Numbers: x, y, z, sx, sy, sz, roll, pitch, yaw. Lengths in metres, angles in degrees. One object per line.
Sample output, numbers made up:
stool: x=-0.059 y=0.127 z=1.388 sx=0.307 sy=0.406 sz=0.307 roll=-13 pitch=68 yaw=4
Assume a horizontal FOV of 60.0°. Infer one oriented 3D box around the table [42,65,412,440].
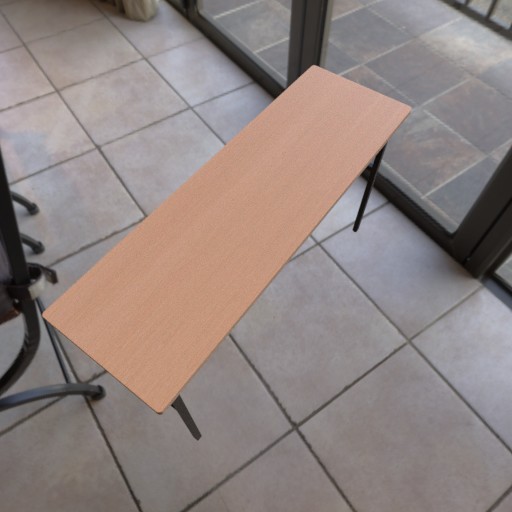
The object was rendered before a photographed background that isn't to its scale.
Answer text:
table: x=0.000 y=0.000 z=1.768 sx=0.447 sy=0.750 sz=1.397 roll=32 pitch=63 yaw=19
